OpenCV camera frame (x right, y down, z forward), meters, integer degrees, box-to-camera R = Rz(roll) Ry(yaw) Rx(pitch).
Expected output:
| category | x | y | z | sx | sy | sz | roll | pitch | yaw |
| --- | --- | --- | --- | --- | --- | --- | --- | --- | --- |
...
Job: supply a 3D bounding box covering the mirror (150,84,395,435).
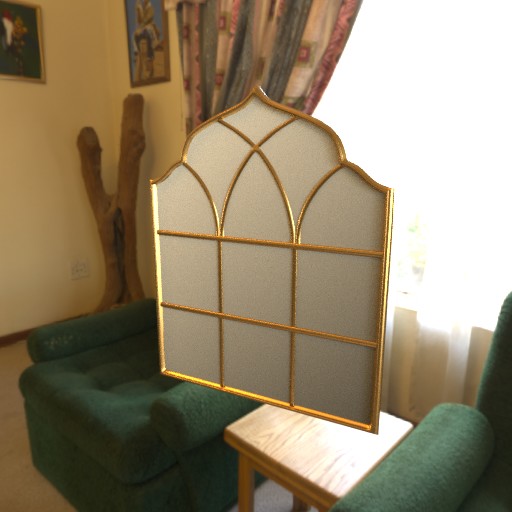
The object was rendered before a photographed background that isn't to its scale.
| category | x | y | z | sx | sy | sz | roll | pitch | yaw |
| --- | --- | --- | --- | --- | --- | --- | --- | --- | --- |
| mirror | 0.000 | 0.000 | 0.871 | 0.513 | 0.635 | 0.018 | 7 | 15 | 26 |
